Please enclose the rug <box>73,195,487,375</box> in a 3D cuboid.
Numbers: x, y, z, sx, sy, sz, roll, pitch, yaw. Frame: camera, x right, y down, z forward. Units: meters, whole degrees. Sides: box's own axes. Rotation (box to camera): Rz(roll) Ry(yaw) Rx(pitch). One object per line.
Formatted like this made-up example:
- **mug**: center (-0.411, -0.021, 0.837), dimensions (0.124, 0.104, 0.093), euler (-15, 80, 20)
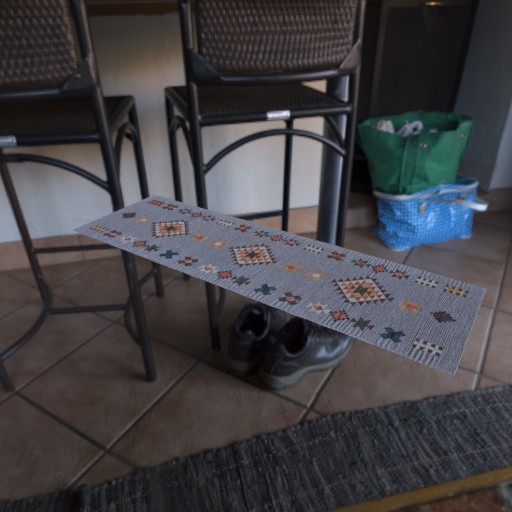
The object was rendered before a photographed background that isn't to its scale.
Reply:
- **rug**: center (0.000, 0.000, 2.661), dimensions (2.432, 0.008, 0.766), euler (18, 34, 29)
